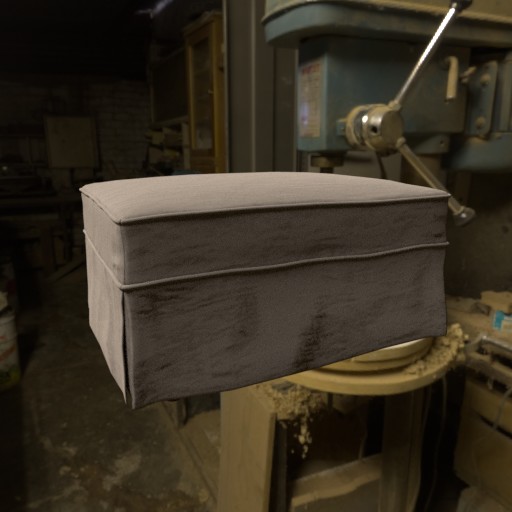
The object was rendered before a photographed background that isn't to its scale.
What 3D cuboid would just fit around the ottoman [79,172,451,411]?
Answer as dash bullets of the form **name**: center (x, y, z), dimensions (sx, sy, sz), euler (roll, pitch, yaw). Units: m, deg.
- **ottoman**: center (0.000, 0.000, 1.333), dimensions (0.944, 0.479, 0.703), euler (-7, 16, -26)
